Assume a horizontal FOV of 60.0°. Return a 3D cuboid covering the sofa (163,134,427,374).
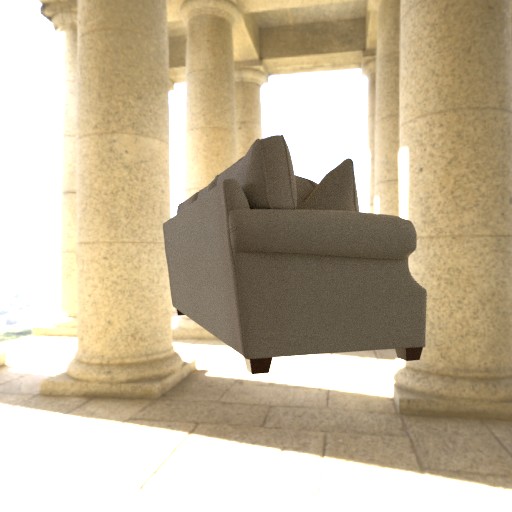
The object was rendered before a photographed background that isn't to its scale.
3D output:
[{"bbox_3d":[0.000,0.000,2.888,0.965,0.975,2.312,0,-1,-18],"label":"sofa"}]
